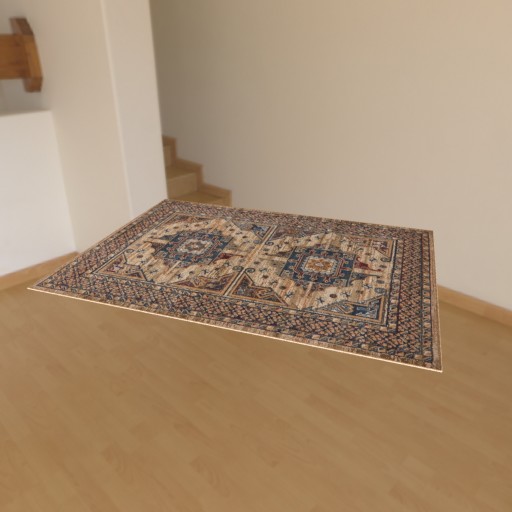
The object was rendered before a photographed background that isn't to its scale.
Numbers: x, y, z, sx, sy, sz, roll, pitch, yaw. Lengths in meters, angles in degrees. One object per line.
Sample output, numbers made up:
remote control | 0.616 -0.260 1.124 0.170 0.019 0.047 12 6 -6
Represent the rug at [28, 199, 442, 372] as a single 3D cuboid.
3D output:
rug | 0.000 0.000 2.905 2.227 0.008 1.611 8 28 16
